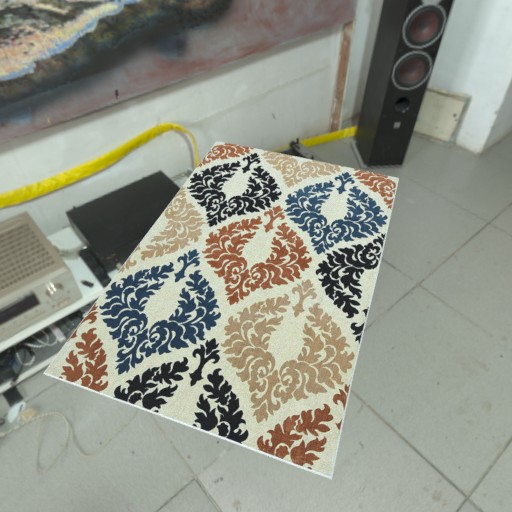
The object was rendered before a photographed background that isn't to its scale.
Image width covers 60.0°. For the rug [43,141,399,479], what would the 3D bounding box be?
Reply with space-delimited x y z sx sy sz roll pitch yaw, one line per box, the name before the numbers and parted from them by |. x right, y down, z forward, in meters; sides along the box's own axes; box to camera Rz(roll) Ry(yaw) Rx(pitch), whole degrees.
rug | 0.000 0.000 2.824 1.514 0.014 2.275 15 49 13
